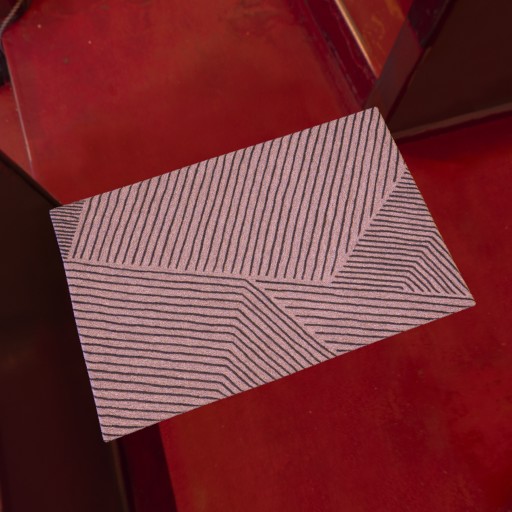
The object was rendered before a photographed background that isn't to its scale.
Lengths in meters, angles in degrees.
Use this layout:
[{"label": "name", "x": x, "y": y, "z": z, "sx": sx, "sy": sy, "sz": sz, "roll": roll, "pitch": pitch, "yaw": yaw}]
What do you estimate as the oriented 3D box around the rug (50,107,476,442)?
[{"label": "rug", "x": 0.000, "y": 0.000, "z": 2.884, "sx": 2.406, "sy": 0.023, "sz": 1.539, "roll": -19, "pitch": 74, "yaw": -6}]
